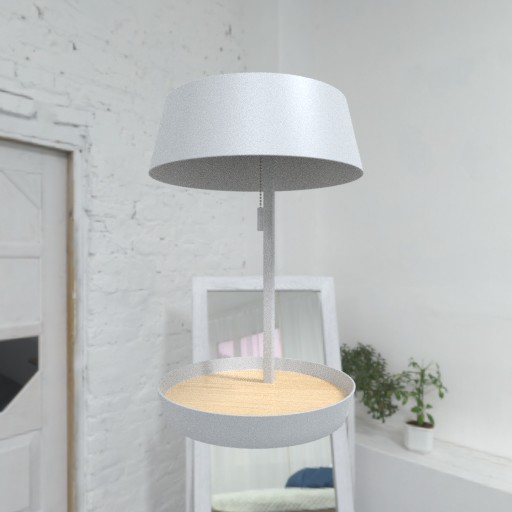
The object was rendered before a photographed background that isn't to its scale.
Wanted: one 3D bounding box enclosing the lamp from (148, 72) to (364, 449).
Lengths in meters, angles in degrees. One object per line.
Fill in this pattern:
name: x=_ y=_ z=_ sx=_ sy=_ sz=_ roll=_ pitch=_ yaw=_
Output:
lamp: x=0.000 y=0.000 z=0.617 sx=0.291 sy=0.429 sz=0.291 roll=0 pitch=1 yaw=0
